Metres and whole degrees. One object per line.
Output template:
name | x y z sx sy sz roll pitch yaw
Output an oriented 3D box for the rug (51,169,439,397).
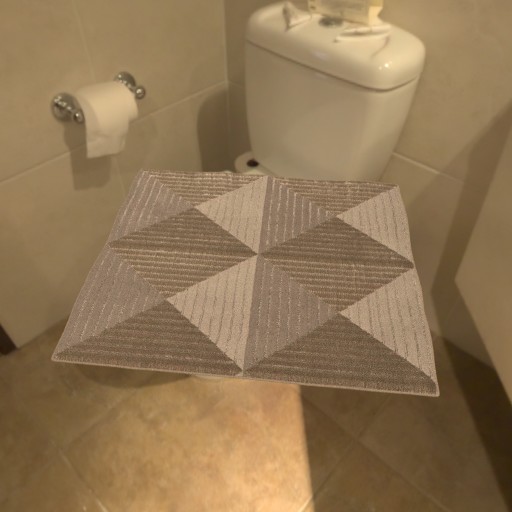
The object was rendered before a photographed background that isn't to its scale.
rug | 0.000 0.000 0.902 0.642 0.008 0.551 4 46 4
